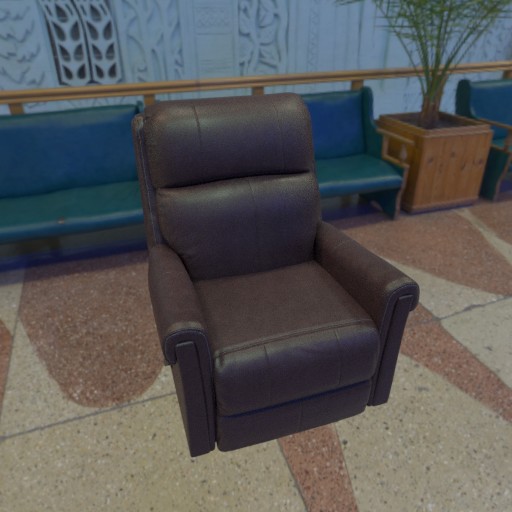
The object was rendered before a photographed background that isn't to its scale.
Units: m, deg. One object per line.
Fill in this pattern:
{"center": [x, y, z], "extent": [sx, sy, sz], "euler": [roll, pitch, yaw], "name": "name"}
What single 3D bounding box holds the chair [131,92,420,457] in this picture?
{"center": [0.000, 0.000, 1.716], "extent": [0.838, 1.054, 1.014], "euler": [-9, 32, -15], "name": "chair"}
